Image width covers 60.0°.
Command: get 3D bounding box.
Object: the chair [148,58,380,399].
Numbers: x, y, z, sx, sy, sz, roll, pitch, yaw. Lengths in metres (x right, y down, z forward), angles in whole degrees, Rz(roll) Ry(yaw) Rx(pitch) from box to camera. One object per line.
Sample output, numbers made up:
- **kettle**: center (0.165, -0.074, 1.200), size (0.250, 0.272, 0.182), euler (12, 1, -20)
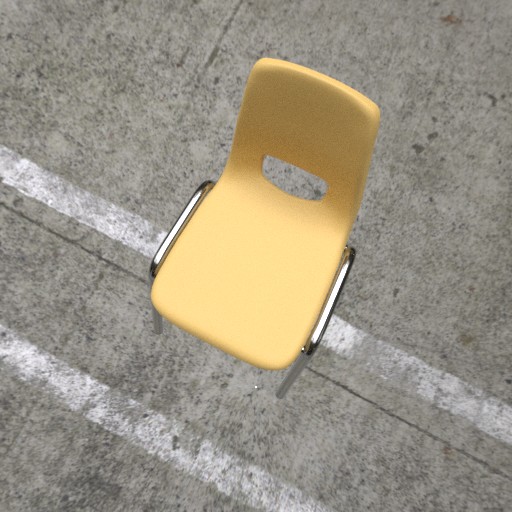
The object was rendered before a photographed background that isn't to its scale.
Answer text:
- **chair**: center (0.000, 0.000, 0.839), size (0.354, 0.586, 0.423), euler (26, 75, 7)
